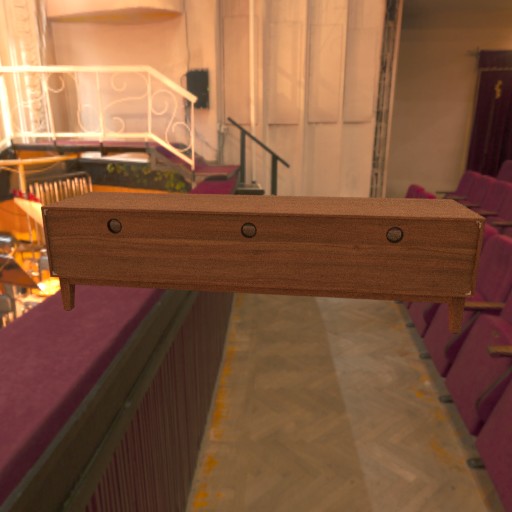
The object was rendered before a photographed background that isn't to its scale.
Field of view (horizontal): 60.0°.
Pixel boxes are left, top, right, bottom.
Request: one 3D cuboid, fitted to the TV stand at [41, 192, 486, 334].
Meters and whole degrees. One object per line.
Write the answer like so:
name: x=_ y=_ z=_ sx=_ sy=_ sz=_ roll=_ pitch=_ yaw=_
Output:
TV stand: x=0.000 y=0.000 z=1.695 sx=1.482 sy=0.409 sz=0.366 roll=2 pitch=17 yaw=8
